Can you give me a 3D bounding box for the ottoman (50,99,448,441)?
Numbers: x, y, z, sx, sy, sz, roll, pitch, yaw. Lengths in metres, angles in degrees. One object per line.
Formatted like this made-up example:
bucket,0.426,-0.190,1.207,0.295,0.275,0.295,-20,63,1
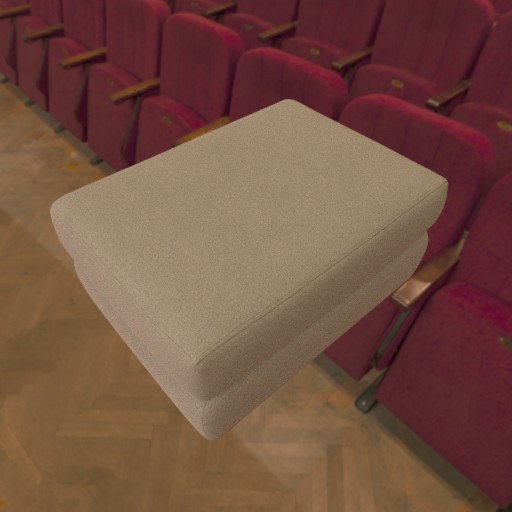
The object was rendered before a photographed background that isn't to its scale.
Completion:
ottoman,0.000,0.000,1.147,0.773,0.499,0.569,-32,54,-27
